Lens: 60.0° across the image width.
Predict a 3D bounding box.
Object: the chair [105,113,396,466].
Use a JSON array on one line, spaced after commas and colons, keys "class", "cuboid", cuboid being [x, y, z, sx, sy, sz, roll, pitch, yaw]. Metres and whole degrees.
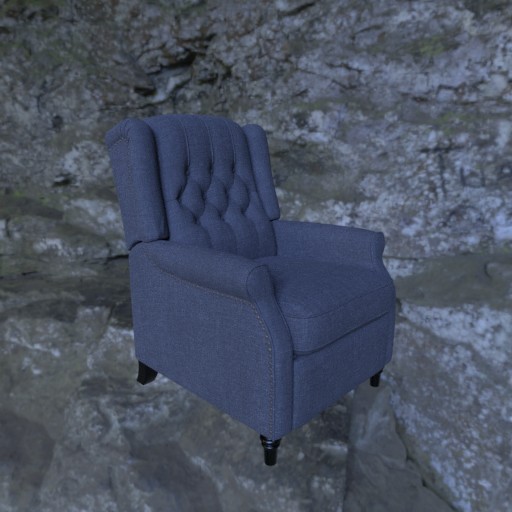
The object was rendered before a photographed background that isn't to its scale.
[{"class": "chair", "cuboid": [0.000, 0.000, 1.642, 0.898, 1.035, 0.742, 13, 19, 42]}]
